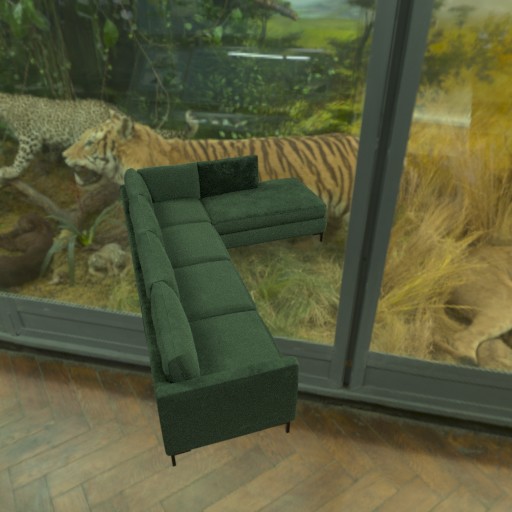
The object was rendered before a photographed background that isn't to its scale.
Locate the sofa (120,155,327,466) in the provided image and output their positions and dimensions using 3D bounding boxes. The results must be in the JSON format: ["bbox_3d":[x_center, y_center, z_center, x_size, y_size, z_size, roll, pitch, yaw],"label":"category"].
[{"bbox_3d":[0.000,0.000,3.185,1.707,0.687,2.486,-10,33,-15],"label":"sofa"}]
